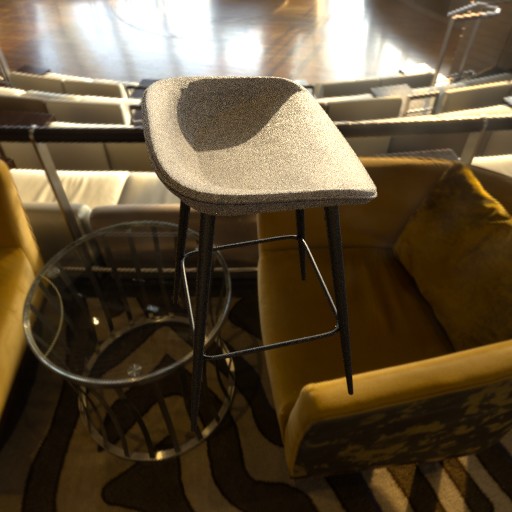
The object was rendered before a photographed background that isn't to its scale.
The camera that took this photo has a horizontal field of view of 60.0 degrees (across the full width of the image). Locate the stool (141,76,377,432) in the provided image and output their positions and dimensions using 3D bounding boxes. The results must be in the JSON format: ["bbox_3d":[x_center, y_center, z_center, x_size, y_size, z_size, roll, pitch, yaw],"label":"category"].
[{"bbox_3d":[0.000,0.000,1.125,0.480,0.814,0.469,-10,47,-9],"label":"stool"}]
